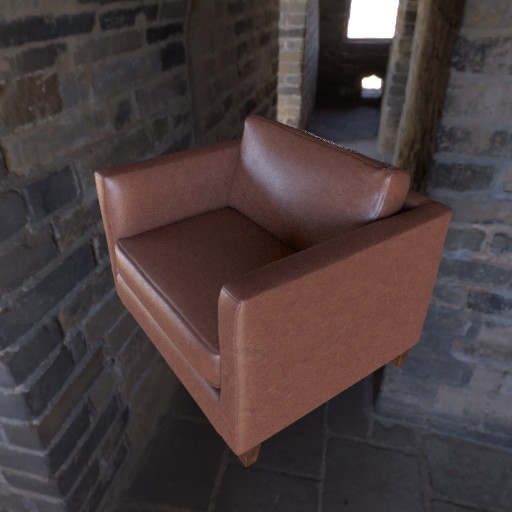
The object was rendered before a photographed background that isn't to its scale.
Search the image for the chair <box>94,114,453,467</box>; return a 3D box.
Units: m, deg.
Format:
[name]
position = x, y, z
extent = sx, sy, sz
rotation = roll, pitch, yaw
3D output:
[chair]
position = 0.000, 0.000, 1.837
extent = 0.959, 0.917, 1.107
rotation = -21, 38, -29
